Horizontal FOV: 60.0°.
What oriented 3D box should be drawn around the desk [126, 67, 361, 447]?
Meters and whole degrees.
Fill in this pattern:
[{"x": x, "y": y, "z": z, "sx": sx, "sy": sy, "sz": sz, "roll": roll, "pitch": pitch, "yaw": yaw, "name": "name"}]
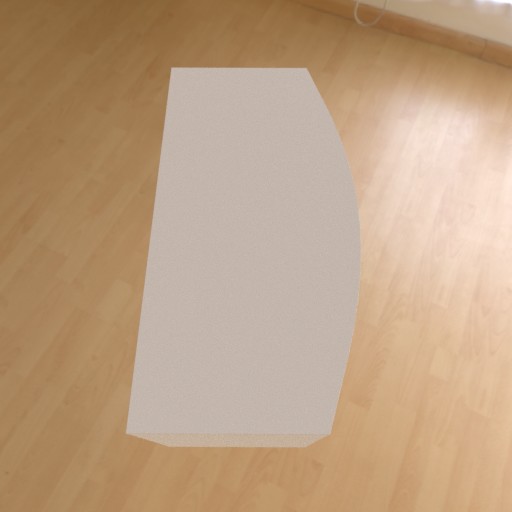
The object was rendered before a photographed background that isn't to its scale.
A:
[{"x": 0.000, "y": 0.000, "z": 2.065, "sx": 0.802, "sy": 0.750, "sz": 1.600, "roll": 0, "pitch": 64, "yaw": 0, "name": "desk"}]
